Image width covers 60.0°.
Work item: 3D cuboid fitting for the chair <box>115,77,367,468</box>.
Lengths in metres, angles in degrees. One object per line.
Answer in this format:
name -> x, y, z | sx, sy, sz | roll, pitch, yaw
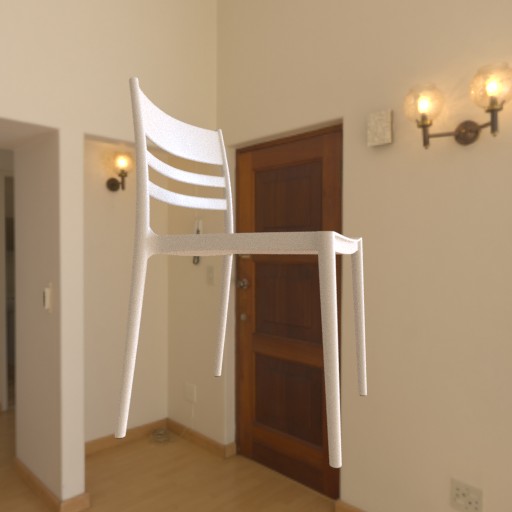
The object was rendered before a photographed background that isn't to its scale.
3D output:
chair -> 0.000, 0.000, 1.139 | 0.511, 0.800, 0.531 | 0, 1, 20
